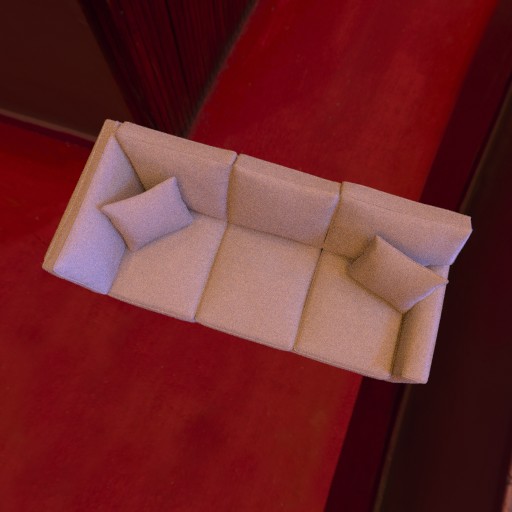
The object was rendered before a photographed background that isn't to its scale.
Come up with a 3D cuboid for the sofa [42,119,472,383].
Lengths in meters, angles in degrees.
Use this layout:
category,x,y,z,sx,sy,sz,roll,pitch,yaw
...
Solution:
category,x,y,z,sx,sy,sz,roll,pitch,yaw
sofa,0.000,0.000,2.861,2.317,0.962,1.061,17,75,4
